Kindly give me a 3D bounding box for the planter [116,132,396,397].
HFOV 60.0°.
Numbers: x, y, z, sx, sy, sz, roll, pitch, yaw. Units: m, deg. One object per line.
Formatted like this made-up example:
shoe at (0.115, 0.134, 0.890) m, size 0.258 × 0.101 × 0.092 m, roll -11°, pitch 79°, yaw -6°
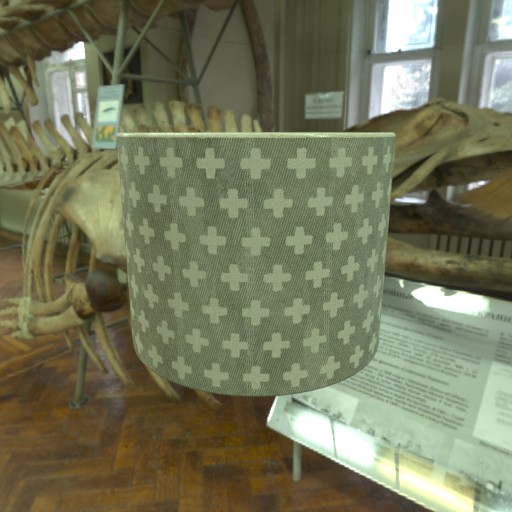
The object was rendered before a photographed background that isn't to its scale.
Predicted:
planter at (0.000, 0.000, 0.339) m, size 0.190 × 0.181 × 0.190 m, roll 0°, pitch 16°, yaw 0°
